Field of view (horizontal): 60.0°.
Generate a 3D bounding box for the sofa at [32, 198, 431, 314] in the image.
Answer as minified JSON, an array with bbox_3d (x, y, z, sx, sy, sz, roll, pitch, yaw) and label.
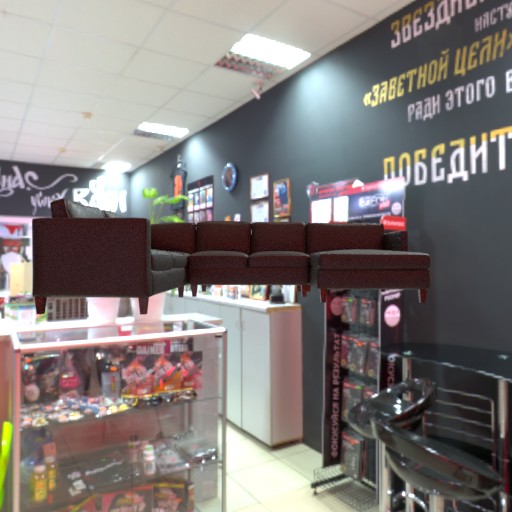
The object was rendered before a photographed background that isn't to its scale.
[{"bbox_3d":[0.000,0.000,4.647,3.460,0.923,2.593,0,0,1],"label":"sofa"}]
